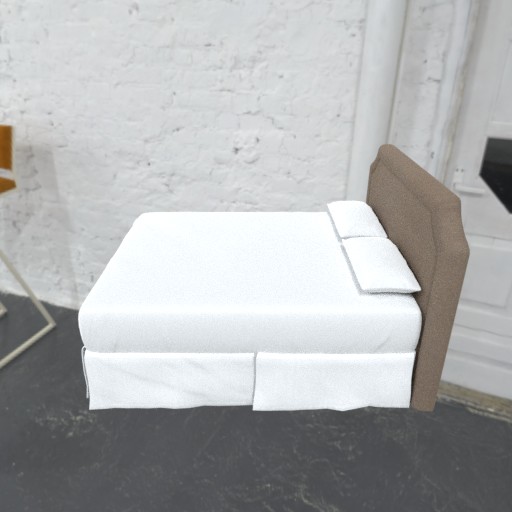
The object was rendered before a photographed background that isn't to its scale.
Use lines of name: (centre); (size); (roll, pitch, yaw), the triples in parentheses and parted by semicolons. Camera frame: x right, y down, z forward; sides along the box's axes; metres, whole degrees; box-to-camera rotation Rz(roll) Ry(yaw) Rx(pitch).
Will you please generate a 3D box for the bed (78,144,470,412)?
bed: (0.000, 0.000, 3.099); (2.116, 1.290, 1.693); (0, 26, 0)
